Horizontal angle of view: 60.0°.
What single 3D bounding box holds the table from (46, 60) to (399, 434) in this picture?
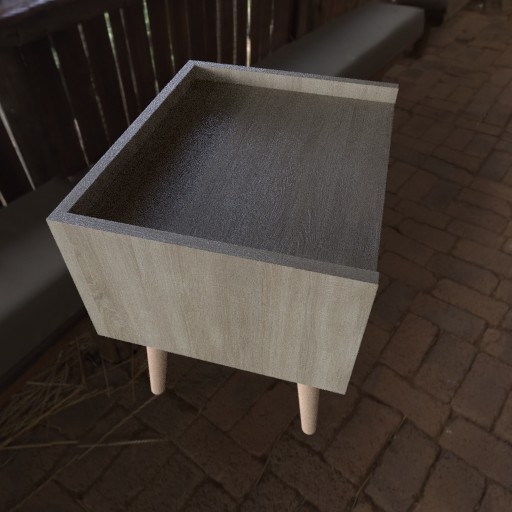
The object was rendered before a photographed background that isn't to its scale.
[{"bbox_3d":[0.000,0.000,0.787,0.370,0.470,0.450,11,47,10],"label":"table"}]
